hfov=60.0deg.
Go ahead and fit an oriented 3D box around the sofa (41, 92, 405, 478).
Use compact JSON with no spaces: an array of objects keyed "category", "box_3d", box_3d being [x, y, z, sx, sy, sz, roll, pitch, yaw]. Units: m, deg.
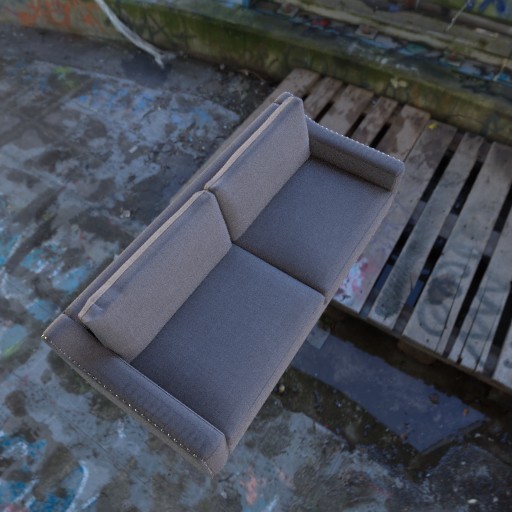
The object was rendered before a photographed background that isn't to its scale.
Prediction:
[{"category":"sofa","box_3d":[0.000,0.000,2.679,1.000,0.857,2.208,29,62,18]}]
